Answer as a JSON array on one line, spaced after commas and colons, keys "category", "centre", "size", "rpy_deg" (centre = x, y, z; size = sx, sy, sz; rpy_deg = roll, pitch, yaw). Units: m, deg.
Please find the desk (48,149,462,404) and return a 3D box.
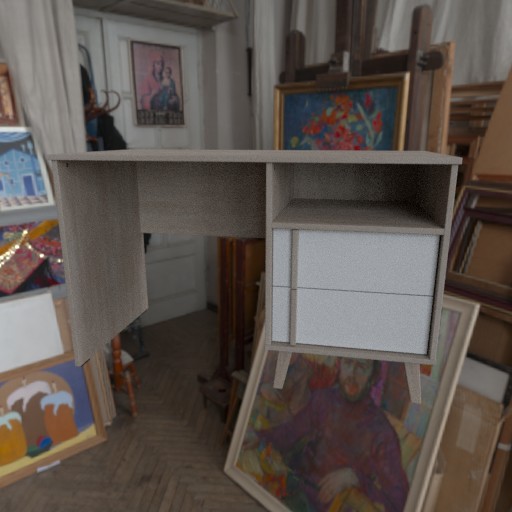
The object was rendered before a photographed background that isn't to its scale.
[{"category": "desk", "centre": [0.000, 0.000, 1.692], "size": [1.251, 0.770, 0.600], "rpy_deg": [3, 15, 11]}]
